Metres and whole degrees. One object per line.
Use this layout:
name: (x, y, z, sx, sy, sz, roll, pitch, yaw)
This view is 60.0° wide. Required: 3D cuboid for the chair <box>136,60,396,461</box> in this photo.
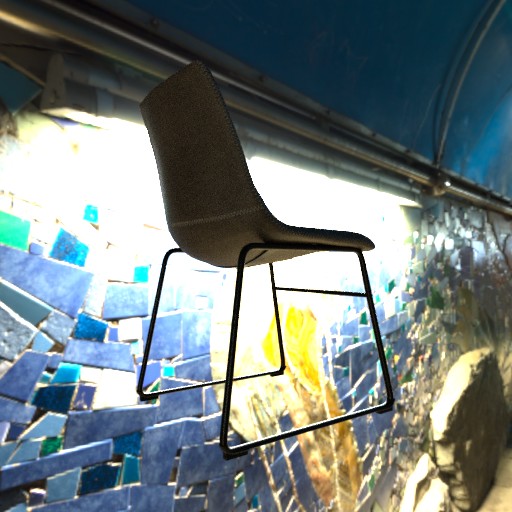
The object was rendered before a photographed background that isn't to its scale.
chair: (0.000, 0.000, 1.154, 0.550, 0.780, 0.460, 1, -1, -35)
